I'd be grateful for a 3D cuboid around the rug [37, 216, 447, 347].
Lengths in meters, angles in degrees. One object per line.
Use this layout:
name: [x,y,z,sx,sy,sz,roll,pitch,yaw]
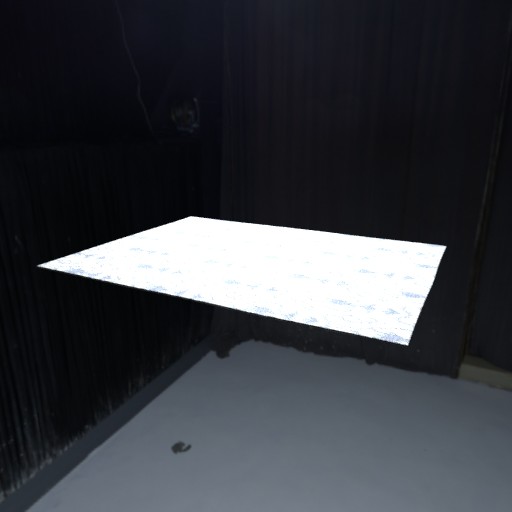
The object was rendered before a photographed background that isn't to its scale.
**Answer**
rug: [0.000,0.000,3.007,2.261,0.013,1.676,9,19,26]
